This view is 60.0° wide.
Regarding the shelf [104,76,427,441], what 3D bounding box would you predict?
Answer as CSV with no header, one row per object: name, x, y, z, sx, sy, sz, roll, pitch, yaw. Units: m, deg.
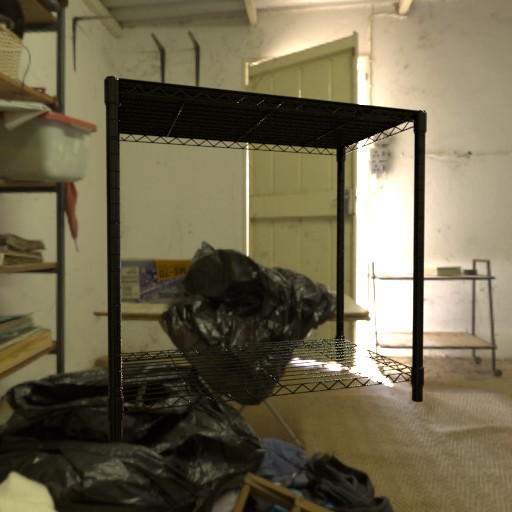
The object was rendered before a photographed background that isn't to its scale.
shelf,0.000,0.000,0.926,0.589,0.564,0.338,-1,2,-18
